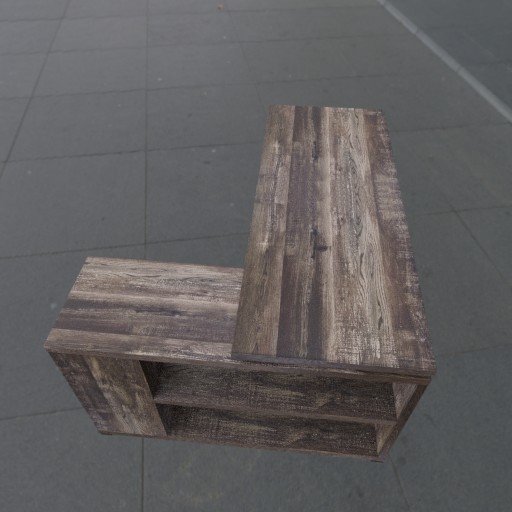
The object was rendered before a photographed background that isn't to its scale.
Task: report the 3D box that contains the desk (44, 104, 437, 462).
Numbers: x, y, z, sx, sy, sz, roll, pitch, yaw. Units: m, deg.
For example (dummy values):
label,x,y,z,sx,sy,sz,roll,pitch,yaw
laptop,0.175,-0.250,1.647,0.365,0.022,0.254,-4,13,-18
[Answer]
label,x,y,z,sx,sy,sz,roll,pitch,yaw
desk,0.000,0.000,2.115,1.200,0.753,1.524,4,47,4
